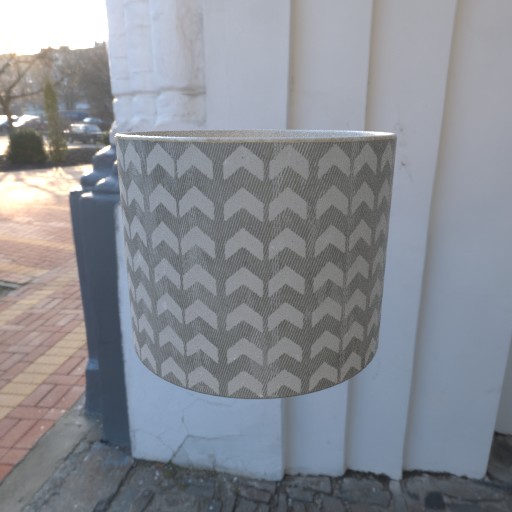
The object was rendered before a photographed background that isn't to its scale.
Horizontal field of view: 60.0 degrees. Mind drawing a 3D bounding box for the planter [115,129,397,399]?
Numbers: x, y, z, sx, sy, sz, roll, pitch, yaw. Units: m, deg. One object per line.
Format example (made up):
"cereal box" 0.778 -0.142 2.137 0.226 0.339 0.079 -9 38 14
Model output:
"planter" 0.000 0.000 0.338 0.190 0.181 0.190 0 17 0
